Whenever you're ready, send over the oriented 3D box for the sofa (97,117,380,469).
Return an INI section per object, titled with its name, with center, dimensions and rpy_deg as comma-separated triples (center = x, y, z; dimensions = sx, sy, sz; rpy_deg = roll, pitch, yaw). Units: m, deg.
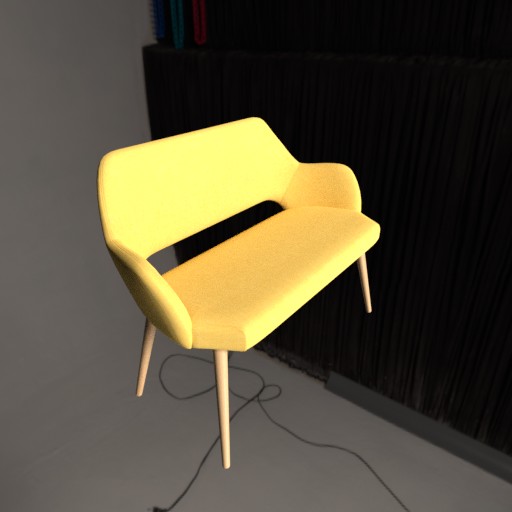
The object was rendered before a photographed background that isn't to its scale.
[sofa]
center = 0.000, 0.000, 1.647
dimensions = 0.610, 0.840, 1.150
rpy_deg = 19, 33, 32
